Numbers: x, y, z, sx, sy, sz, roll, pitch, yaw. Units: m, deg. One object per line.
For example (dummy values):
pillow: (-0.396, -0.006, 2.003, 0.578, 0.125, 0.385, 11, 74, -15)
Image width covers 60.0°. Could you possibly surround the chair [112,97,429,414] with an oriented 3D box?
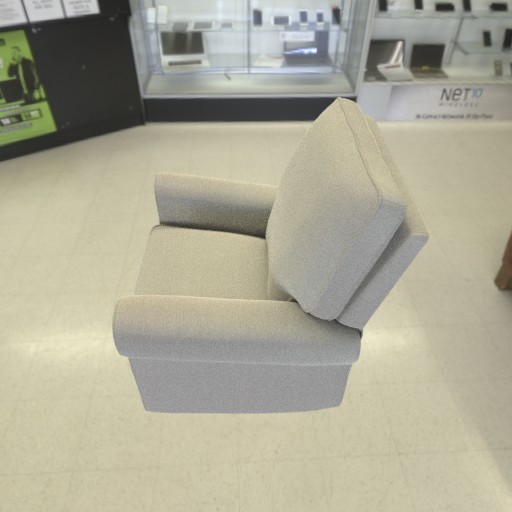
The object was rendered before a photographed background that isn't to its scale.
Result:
chair: (0.000, 0.000, 1.634, 0.878, 0.960, 0.890, 0, 42, 0)
